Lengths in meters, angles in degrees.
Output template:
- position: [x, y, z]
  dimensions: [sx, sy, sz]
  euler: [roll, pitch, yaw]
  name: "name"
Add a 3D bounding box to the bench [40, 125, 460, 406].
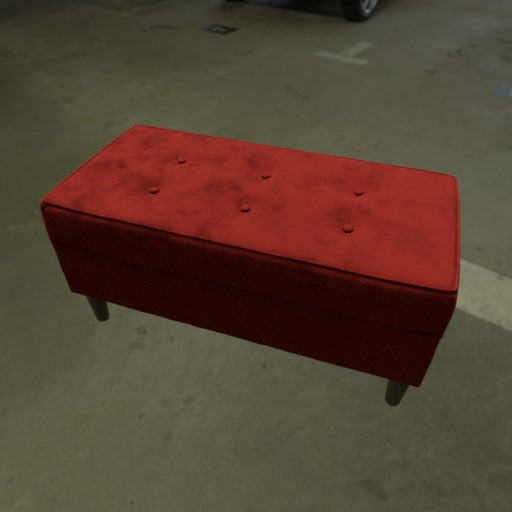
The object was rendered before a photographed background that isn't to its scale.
- position: [0.000, 0.000, 1.297]
  dimensions: [1.016, 0.471, 0.492]
  euler: [13, 43, 14]
  name: "bench"
